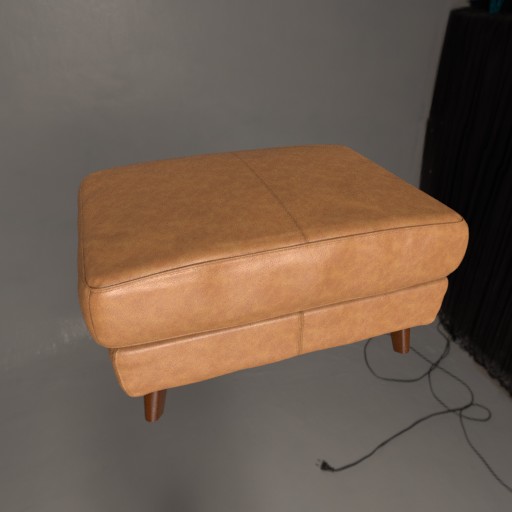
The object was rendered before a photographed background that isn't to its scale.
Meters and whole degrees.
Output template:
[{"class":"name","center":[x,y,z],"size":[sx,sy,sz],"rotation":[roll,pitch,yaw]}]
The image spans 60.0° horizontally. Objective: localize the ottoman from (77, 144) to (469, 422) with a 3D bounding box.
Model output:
[{"class":"ottoman","center":[0.000,0.000,1.205],"size":[0.869,0.461,0.630],"rotation":[-10,33,-16]}]
